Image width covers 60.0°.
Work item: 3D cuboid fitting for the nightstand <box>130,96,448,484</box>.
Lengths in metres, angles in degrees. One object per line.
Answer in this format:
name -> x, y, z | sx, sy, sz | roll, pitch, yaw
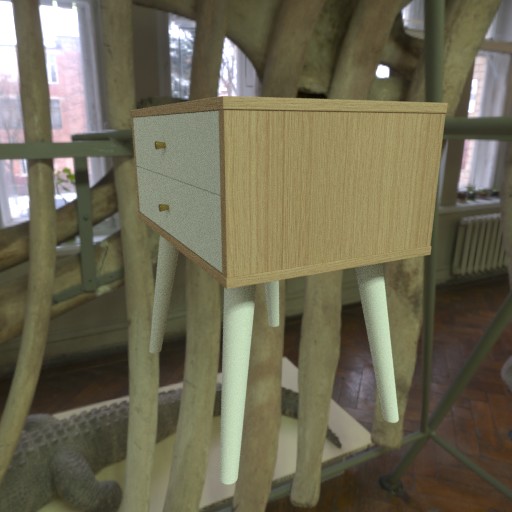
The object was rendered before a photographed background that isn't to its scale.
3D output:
nightstand -> 0.000, 0.000, 0.958 | 0.407, 0.610, 0.571 | -8, 18, -25
